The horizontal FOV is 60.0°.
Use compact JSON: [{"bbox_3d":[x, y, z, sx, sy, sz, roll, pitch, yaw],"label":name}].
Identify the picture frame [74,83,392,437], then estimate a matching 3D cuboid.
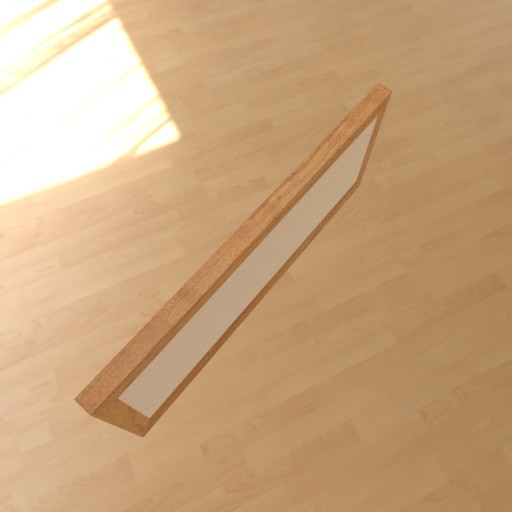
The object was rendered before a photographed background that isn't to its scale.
[{"bbox_3d":[0.000,0.000,0.658,0.045,0.234,0.582,36,68,17],"label":"picture frame"}]
